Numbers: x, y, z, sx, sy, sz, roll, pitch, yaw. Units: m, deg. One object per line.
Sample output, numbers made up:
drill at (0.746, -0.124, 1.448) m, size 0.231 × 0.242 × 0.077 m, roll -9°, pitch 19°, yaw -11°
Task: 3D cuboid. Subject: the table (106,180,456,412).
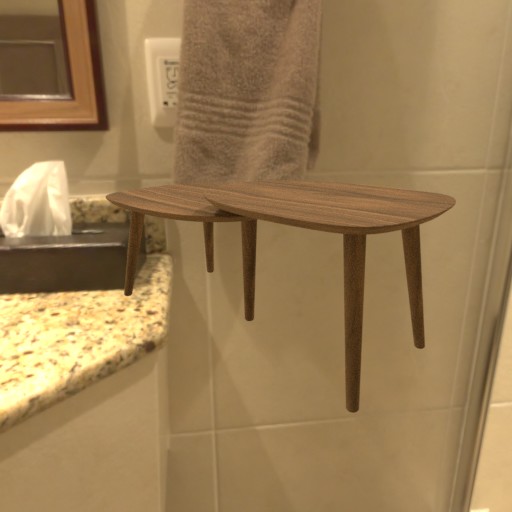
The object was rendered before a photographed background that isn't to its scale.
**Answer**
table at (0.000, 0.000, 1.368) m, size 1.084 × 0.429 × 0.527 m, roll 16°, pitch 24°, yaw 42°
